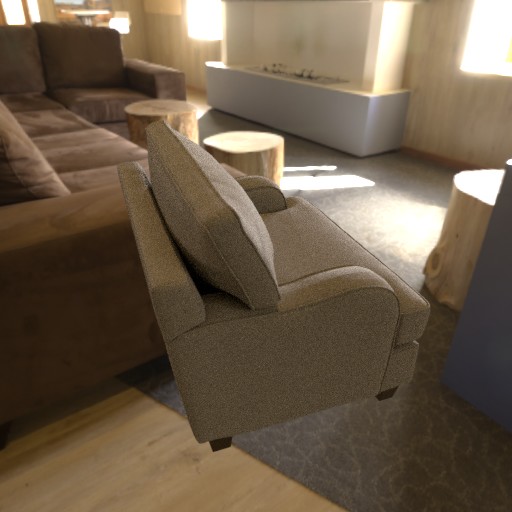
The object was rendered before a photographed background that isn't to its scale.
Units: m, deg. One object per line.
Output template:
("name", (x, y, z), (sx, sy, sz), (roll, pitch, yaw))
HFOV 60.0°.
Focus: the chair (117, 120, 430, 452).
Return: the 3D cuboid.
("chair", (0.000, 0.000, 2.008), (1.040, 1.016, 1.220), (-10, 31, -17))
